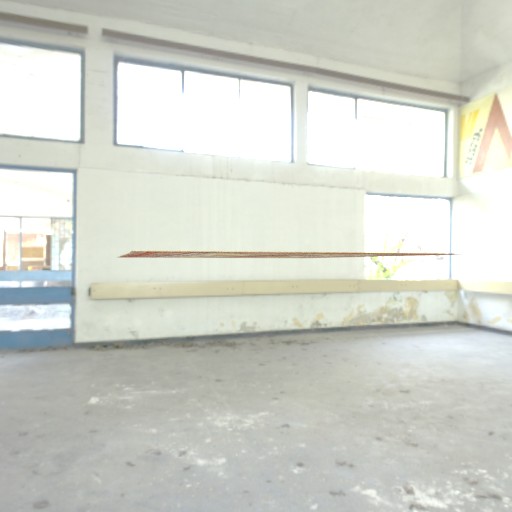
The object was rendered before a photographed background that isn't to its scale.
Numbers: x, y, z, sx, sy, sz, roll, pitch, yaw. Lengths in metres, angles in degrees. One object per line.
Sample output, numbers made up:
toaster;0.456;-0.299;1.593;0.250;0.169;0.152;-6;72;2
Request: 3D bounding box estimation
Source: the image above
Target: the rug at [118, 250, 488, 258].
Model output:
rug;0.000;0.000;4.218;2.460;0.005;3.067;0;-1;-19
